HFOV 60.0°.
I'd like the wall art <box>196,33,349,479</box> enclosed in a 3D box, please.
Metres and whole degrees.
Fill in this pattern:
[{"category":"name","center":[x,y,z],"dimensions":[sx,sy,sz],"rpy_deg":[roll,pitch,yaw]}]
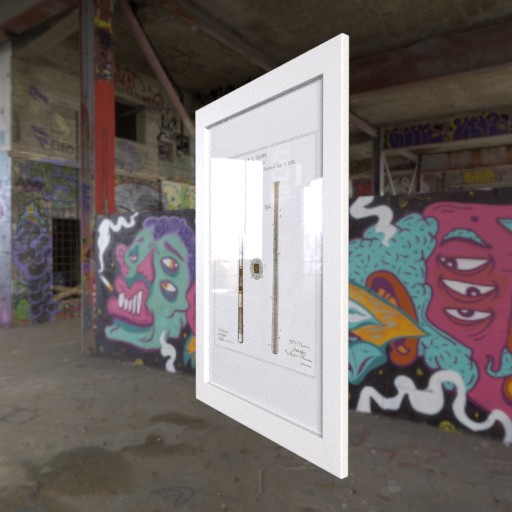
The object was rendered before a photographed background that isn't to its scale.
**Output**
[{"category":"wall art","center":[0.000,0.000,0.614],"dimensions":[0.011,0.482,0.329],"rpy_deg":[0,1,-36]}]
